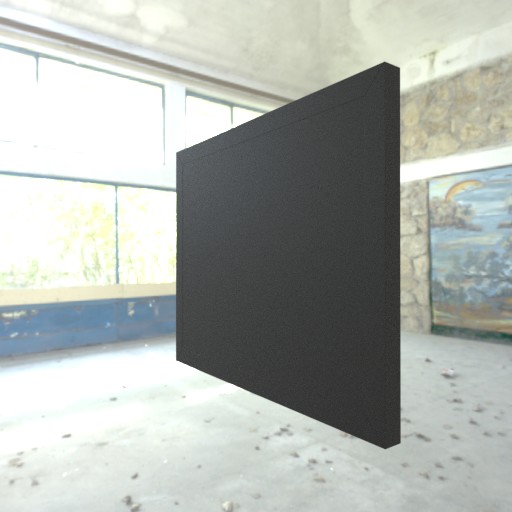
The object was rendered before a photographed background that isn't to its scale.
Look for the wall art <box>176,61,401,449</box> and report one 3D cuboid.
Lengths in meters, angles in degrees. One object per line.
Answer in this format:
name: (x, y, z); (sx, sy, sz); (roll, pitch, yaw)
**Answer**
wall art: (0.000, 0.000, 0.756); (0.029, 0.457, 0.558); (0, 0, -36)
